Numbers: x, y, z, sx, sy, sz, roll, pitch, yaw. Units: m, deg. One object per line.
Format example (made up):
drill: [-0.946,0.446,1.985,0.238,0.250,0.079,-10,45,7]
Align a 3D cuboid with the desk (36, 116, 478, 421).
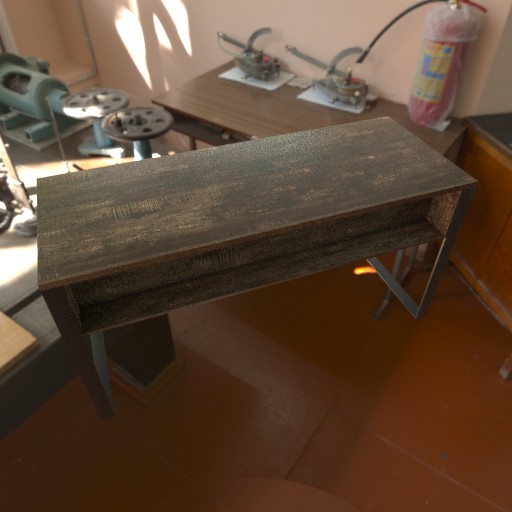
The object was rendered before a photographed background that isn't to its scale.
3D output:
desk: [0.000,0.000,1.897,1.524,0.762,0.599,-14,44,-15]
